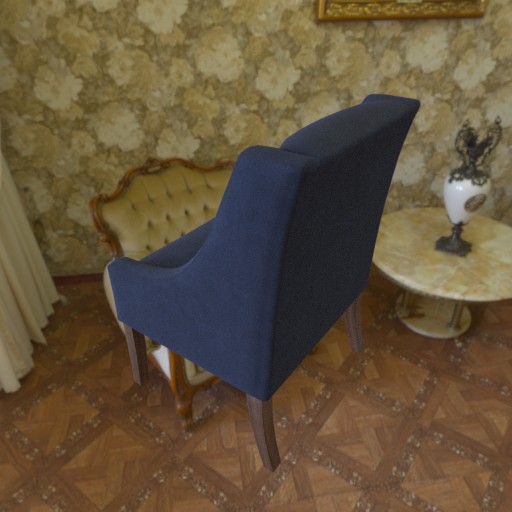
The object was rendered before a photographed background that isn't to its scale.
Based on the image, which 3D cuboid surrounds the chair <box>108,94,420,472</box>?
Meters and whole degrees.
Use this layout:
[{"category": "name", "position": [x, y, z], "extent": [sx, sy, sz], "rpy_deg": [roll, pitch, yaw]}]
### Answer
[{"category": "chair", "position": [0.000, 0.000, 1.321], "extent": [0.629, 0.895, 0.629], "rpy_deg": [21, 37, 30]}]
